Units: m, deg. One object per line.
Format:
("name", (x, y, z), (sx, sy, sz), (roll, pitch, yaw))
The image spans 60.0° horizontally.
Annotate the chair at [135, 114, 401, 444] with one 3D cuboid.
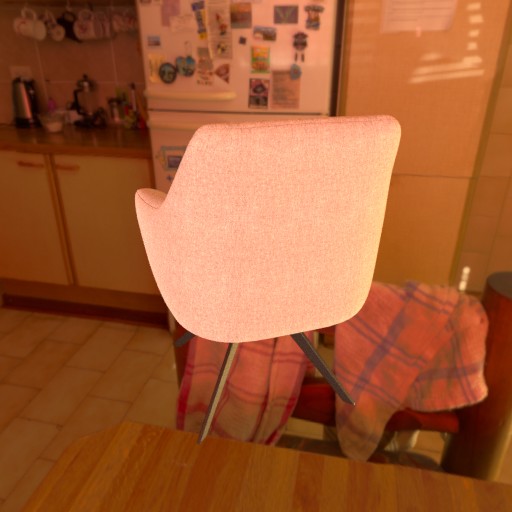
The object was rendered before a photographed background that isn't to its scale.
("chair", (0.000, 0.000, 1.313), (0.642, 0.874, 0.677), (-8, 27, -16))
